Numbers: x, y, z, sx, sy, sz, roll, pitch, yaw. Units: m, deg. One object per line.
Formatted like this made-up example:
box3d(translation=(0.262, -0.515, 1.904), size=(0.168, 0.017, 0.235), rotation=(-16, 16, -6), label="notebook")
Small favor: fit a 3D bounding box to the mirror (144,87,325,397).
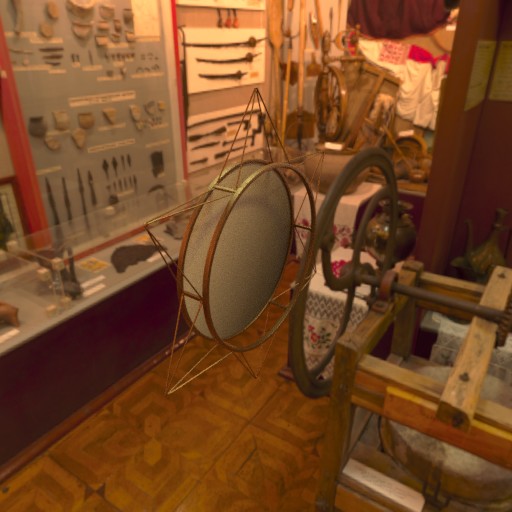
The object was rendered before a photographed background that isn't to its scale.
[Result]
box3d(translation=(0.000, 0.000, 0.812), size=(0.062, 0.581, 0.498), rotation=(17, 31, 31), label="mirror")
